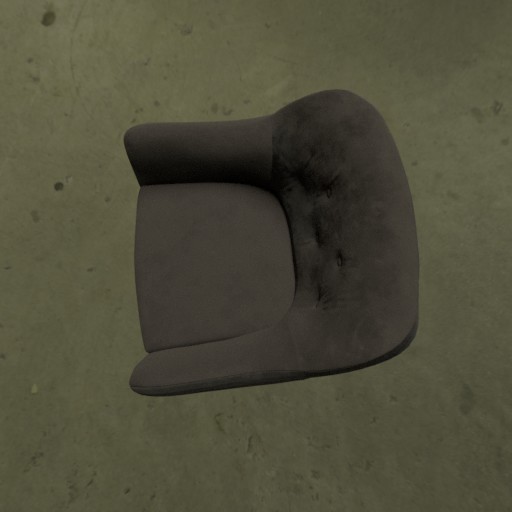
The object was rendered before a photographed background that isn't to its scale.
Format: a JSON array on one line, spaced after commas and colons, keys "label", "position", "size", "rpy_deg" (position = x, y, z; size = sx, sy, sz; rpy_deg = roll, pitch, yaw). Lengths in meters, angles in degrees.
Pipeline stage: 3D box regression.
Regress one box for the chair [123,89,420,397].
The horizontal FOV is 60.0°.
[{"label": "chair", "position": [0.000, 0.000, 1.503], "size": [0.819, 0.807, 0.840], "rpy_deg": [-5, 76, -1]}]
